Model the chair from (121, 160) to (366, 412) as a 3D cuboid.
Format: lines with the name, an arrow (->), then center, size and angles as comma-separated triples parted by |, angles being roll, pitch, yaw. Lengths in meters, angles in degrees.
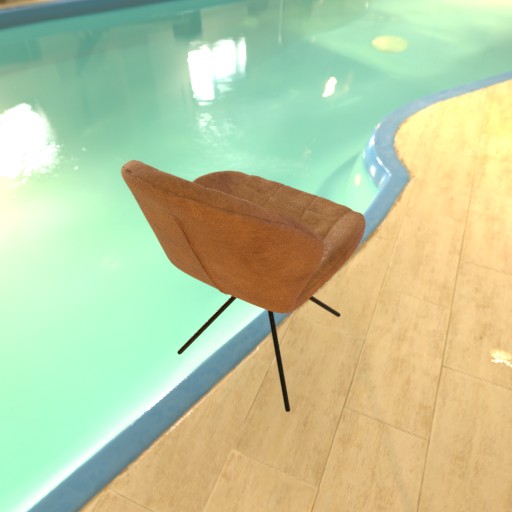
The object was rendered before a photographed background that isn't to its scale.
chair -> 0.000, 0.000, 1.289 | 0.527, 0.929, 0.640 | 22, 51, 20
